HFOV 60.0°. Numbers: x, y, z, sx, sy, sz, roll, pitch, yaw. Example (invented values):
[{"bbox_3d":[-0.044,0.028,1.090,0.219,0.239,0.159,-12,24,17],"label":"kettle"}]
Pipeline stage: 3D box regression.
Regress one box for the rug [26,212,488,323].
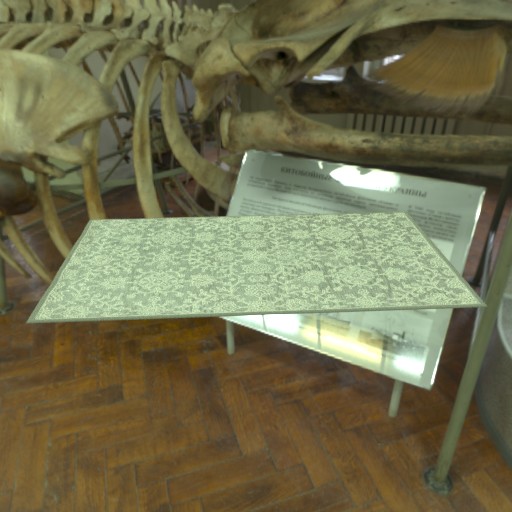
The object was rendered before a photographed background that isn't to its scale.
[{"bbox_3d":[0.000,0.000,3.587,3.048,0.011,1.546,-2,30,-3],"label":"rug"}]
